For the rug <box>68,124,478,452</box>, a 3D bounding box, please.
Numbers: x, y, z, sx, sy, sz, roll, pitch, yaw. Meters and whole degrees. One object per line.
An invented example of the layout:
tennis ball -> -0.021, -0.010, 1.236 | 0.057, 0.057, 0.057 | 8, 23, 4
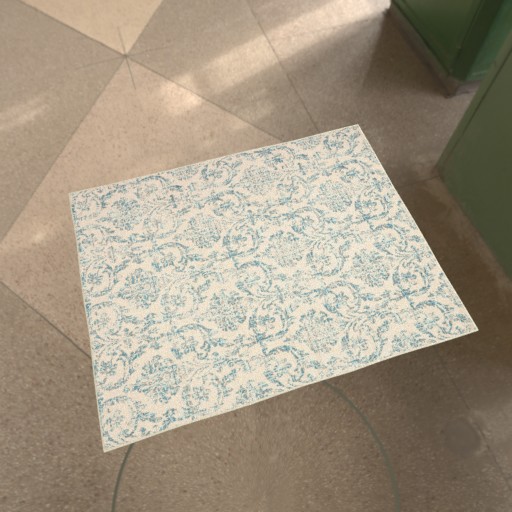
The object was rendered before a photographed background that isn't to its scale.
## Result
rug -> 0.000, 0.000, 3.864 | 2.980, 0.012, 2.363 | -15, 62, -8
